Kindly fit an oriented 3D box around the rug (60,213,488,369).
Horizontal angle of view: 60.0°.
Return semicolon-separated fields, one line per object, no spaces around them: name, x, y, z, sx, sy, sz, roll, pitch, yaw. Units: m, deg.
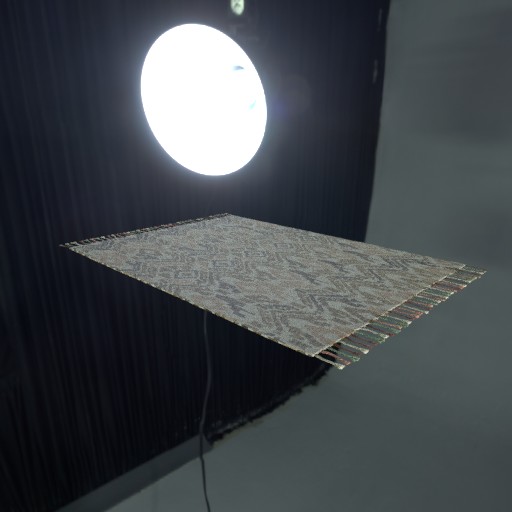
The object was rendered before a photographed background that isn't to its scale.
rug;0.000;0.000;2.222;1.829;0.008;1.219;16;23;42
